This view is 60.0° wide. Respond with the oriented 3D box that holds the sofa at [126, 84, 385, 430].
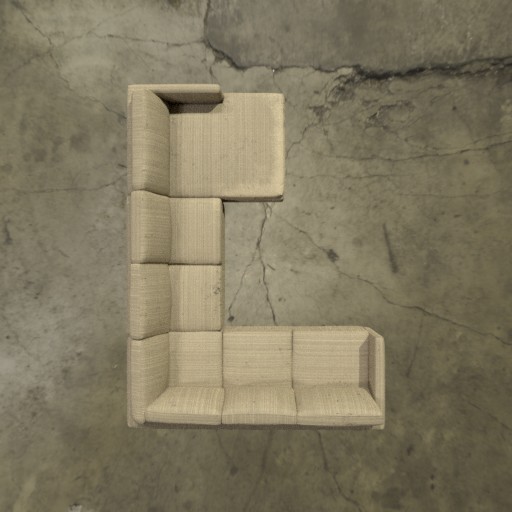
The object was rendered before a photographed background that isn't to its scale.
[{"bbox_3d":[0.000,0.000,4.646,2.594,0.961,3.460,0,90,1],"label":"sofa"}]
